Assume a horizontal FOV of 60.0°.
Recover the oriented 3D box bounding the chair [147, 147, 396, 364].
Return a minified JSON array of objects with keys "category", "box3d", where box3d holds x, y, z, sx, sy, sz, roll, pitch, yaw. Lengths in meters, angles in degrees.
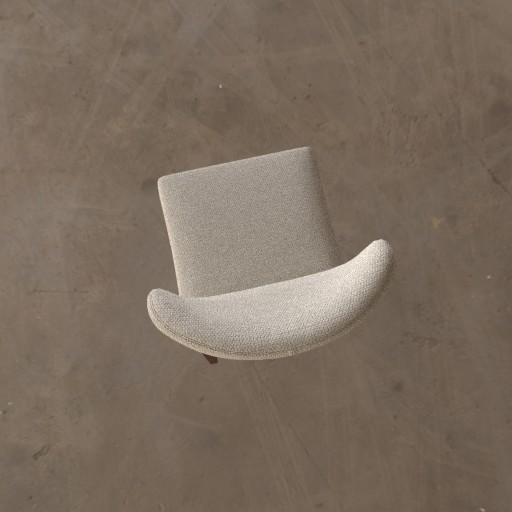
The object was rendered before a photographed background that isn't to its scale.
[{"category":"chair","box3d":[0.000,0.000,1.244,0.491,0.839,0.589,-12,76,-3]}]
